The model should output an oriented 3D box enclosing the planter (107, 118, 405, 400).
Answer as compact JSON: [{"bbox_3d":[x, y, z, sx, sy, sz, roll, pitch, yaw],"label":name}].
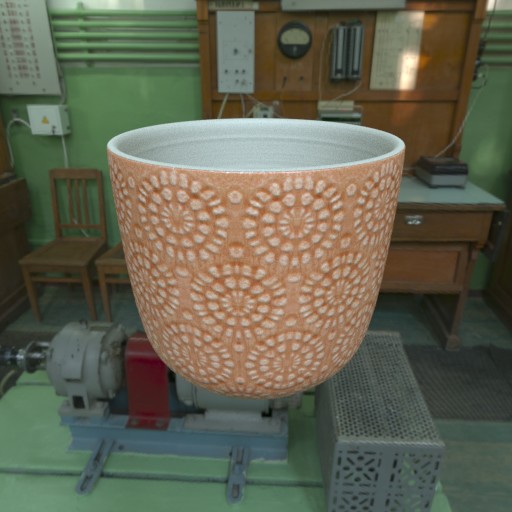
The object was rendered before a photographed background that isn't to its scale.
[{"bbox_3d":[0.000,0.000,0.360,0.208,0.190,0.208,0,24,0],"label":"planter"}]
